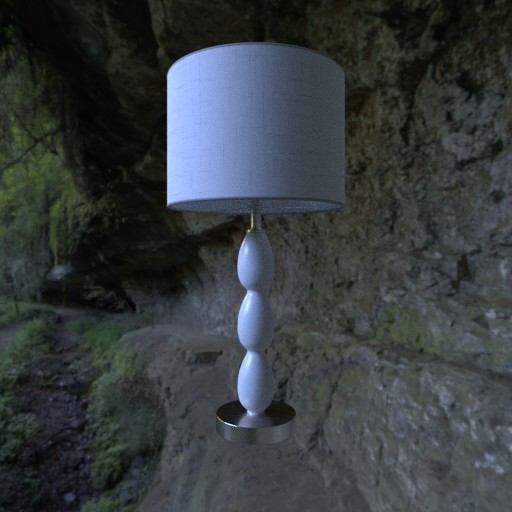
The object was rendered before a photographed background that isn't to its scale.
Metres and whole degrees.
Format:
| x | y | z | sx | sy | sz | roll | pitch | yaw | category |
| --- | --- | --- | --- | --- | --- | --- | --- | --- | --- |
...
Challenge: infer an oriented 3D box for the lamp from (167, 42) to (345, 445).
| x | y | z | sx | sy | sz | roll | pitch | yaw | category |
| --- | --- | --- | --- | --- | --- | --- | --- | --- | --- |
| 0.000 | 0.000 | 0.718 | 0.282 | 0.559 | 0.280 | 0 | 1 | 18 | lamp |
